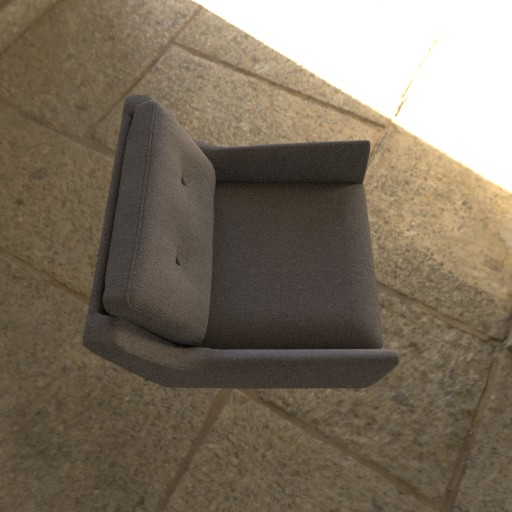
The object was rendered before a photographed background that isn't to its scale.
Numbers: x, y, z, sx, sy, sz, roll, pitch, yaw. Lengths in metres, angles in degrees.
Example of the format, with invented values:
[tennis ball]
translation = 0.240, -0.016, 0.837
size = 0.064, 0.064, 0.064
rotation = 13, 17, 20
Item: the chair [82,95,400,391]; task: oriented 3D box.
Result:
[chair]
translation = 0.000, 0.000, 1.553
size = 0.849, 0.828, 0.847
rotation = 0, 64, 0
